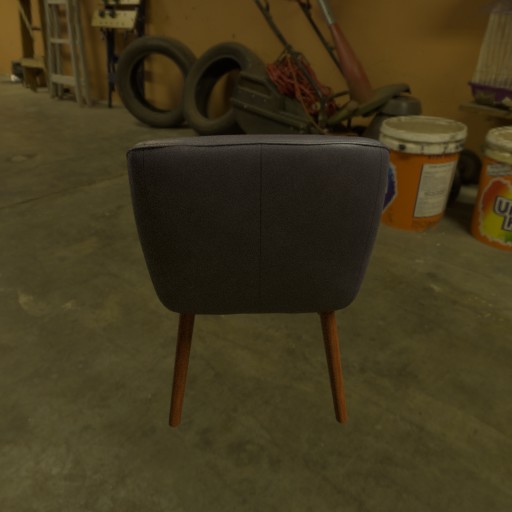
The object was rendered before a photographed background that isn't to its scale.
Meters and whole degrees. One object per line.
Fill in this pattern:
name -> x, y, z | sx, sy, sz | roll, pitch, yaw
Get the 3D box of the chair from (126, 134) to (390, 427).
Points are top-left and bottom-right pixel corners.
chair -> 0.000, 0.000, 1.285 | 0.610, 0.828, 0.610 | -1, 29, -1
